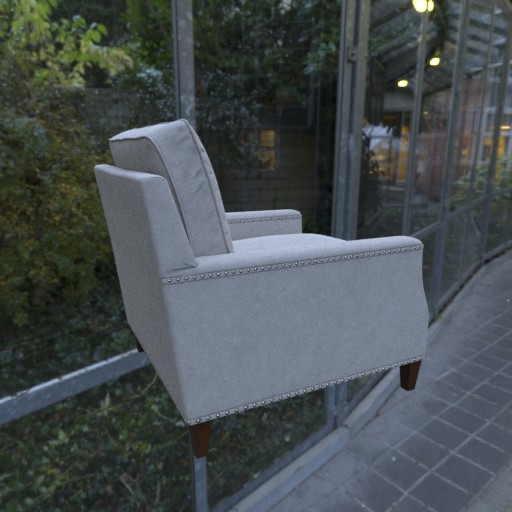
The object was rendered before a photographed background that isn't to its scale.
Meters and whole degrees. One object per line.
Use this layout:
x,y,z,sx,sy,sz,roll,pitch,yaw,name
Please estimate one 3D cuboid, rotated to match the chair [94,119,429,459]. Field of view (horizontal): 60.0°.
0.000,0.000,1.679,1.014,0.943,0.853,-7,15,-26,chair
